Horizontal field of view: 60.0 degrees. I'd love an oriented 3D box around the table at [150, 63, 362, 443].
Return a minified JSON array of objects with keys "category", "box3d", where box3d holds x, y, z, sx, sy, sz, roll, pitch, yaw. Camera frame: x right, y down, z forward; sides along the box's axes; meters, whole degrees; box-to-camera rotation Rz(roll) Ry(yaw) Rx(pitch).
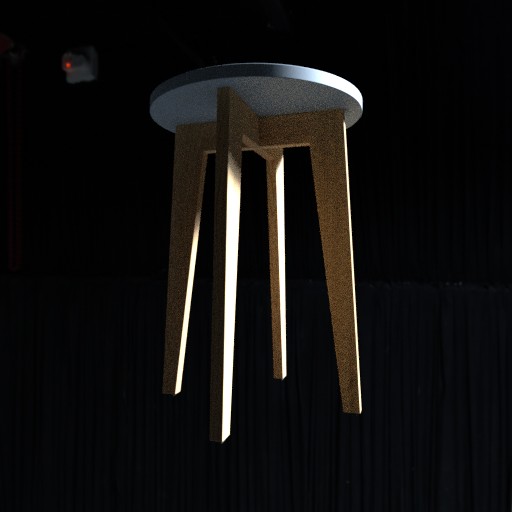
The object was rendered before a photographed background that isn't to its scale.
[{"category":"table","box3d":[0.000,0.000,0.750,0.350,0.500,0.350,0,0,0]}]
